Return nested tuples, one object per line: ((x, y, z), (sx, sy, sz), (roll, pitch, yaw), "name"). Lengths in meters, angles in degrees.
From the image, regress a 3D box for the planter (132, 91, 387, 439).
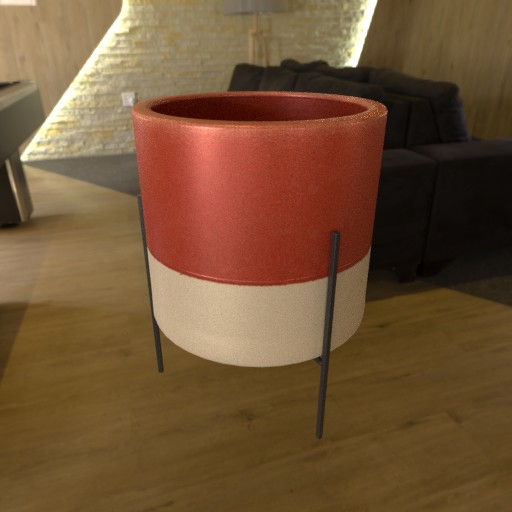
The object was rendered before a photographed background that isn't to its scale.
((0.000, 0.000, 0.710), (0.354, 0.465, 0.345), (0, 26, -1), "planter")
